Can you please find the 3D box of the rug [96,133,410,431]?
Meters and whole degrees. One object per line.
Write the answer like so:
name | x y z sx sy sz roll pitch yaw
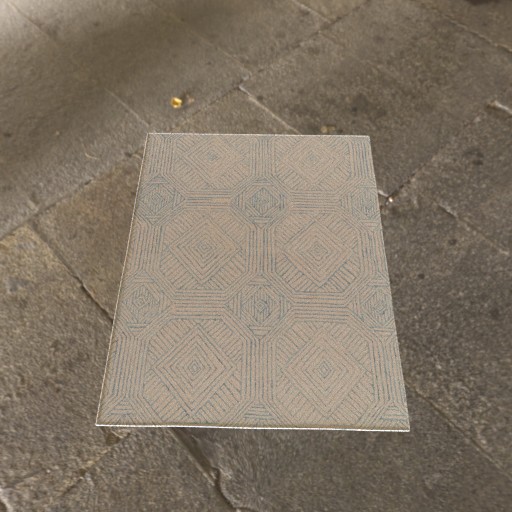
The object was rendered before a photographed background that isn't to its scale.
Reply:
rug | 0.000 0.000 4.172 2.457 0.015 3.049 1 62 0
